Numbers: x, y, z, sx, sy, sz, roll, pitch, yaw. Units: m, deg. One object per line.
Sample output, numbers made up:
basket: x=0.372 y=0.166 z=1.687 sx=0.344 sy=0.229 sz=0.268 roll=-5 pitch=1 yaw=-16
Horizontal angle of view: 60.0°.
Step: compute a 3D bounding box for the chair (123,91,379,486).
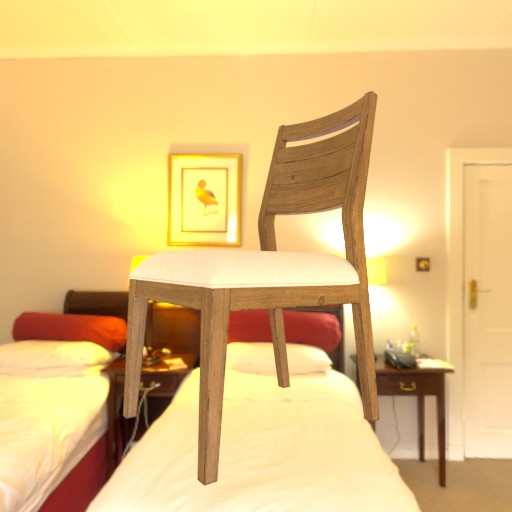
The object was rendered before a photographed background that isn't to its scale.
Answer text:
chair: x=0.000 y=0.000 z=1.282 sx=0.610 sy=0.939 sz=0.497 roll=0 pitch=0 yaw=-36
